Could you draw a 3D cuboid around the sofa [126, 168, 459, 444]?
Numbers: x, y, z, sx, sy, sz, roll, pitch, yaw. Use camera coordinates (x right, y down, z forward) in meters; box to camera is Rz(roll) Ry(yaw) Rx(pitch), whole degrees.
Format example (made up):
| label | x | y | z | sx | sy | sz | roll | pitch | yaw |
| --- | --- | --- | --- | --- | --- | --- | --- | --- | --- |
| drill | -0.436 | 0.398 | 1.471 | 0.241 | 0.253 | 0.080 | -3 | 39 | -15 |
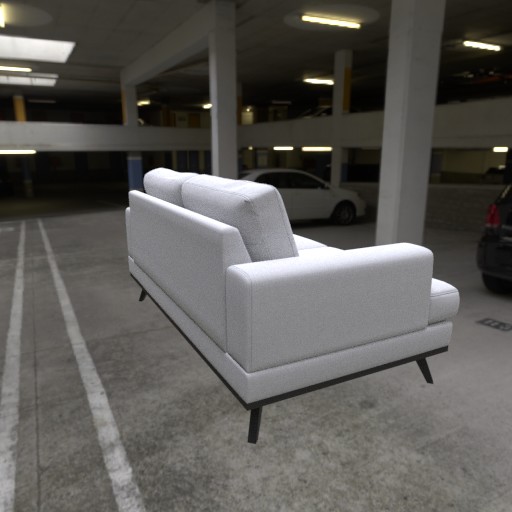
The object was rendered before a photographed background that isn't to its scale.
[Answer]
| label | x | y | z | sx | sy | sz | roll | pitch | yaw |
| --- | --- | --- | --- | --- | --- | --- | --- | --- | --- |
| sofa | 0.000 | 0.000 | 2.173 | 0.920 | 0.810 | 1.650 | -7 | 16 | -27 |
